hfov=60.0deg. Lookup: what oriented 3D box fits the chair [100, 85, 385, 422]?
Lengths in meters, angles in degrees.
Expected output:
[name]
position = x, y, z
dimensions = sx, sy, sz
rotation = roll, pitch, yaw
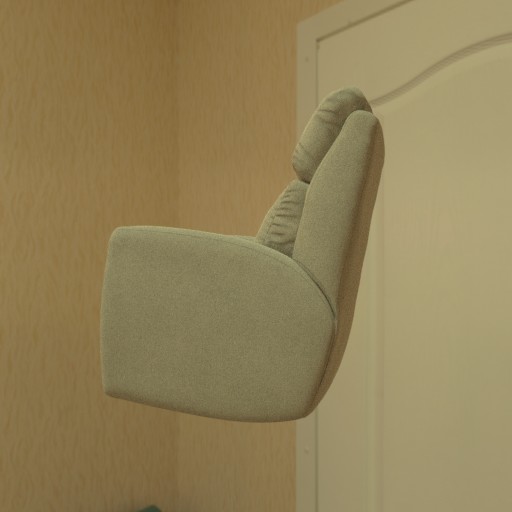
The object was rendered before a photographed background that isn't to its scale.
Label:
[chair]
position = 0.000, 0.000, 1.688
dimensions = 0.940, 1.021, 0.794
rotation = 0, 0, 17
